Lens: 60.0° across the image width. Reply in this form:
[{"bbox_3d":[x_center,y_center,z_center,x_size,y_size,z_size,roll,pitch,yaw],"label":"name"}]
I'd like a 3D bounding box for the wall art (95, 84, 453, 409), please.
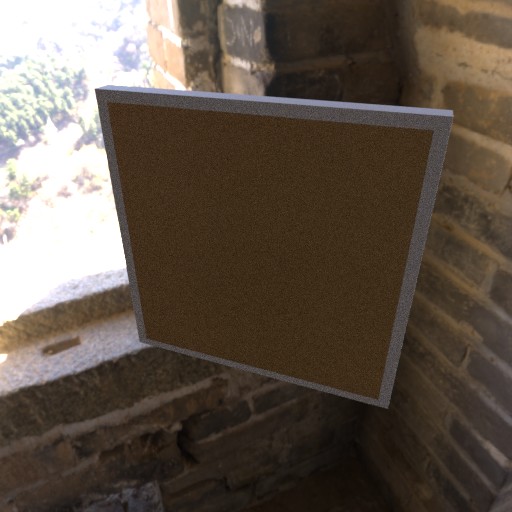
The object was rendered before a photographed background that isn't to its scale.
[{"bbox_3d":[0.000,0.000,0.742,0.508,0.507,0.035,11,33,17],"label":"wall art"}]
